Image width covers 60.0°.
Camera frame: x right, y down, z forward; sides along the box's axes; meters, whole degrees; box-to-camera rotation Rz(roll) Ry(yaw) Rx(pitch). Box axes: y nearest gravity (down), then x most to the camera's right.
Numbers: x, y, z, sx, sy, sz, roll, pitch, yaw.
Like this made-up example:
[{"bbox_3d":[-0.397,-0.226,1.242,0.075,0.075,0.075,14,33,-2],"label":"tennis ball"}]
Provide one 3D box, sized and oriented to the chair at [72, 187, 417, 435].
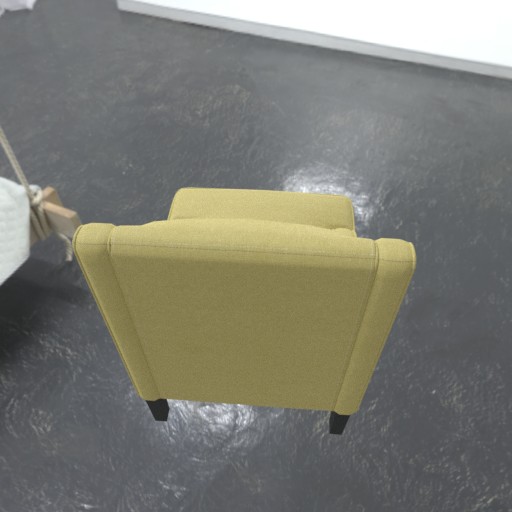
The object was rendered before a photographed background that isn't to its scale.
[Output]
[{"bbox_3d":[0.000,0.000,1.442,0.696,0.896,0.814,3,48,3],"label":"chair"}]
